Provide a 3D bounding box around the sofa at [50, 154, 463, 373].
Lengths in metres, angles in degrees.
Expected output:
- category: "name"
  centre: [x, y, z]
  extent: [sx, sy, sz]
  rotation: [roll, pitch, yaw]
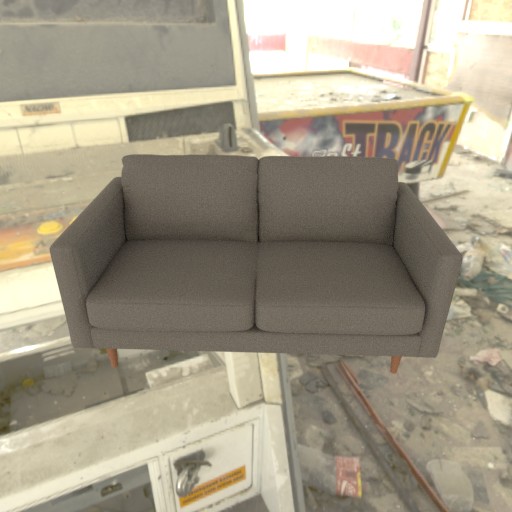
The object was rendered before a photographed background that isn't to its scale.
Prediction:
- category: "sofa"
  centre: [0.000, 0.000, 2.276]
  extent: [1.713, 0.866, 0.940]
  rotation: [1, 29, 2]
